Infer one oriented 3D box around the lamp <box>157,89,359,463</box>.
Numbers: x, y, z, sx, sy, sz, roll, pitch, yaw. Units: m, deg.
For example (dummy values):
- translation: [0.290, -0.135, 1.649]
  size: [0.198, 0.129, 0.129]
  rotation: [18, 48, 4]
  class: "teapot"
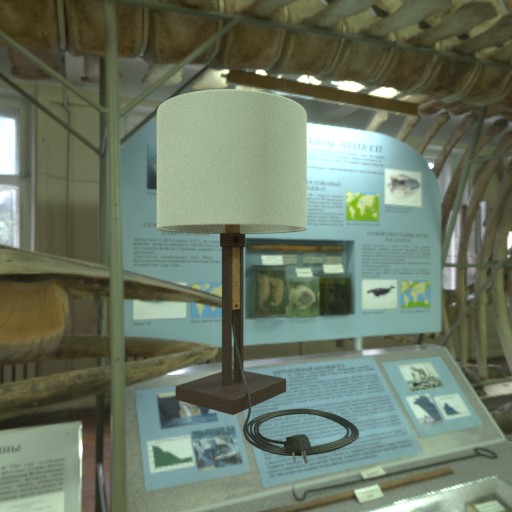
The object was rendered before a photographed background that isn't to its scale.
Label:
- translation: [0.000, 0.000, 0.996]
  size: [0.525, 0.668, 0.396]
  rotation: [0, 0, 36]
  class: "lamp"
